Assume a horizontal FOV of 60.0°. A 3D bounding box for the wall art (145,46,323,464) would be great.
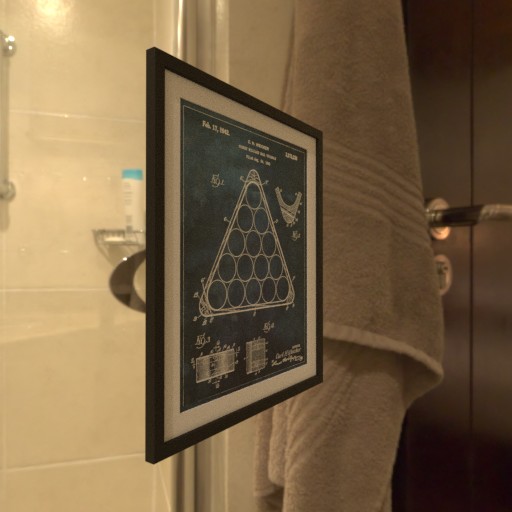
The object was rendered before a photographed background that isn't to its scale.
[{"bbox_3d":[0.000,0.000,1.228,0.028,0.863,0.755,0,-1,36],"label":"wall art"}]
